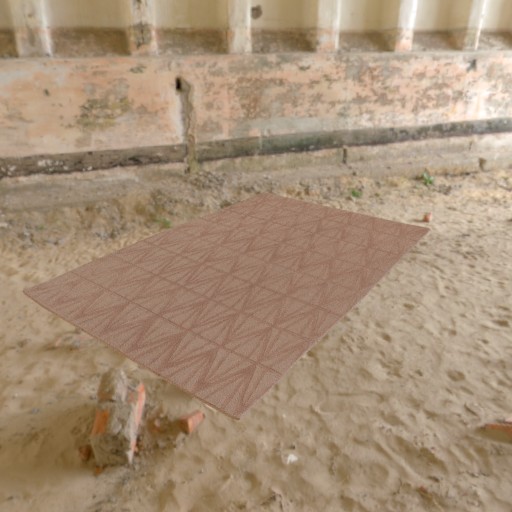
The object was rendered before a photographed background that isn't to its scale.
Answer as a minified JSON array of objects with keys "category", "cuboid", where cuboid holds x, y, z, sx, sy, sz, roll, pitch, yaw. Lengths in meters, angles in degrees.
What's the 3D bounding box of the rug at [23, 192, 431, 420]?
[{"category":"rug","cuboid":[0.000,0.000,2.284,1.230,0.025,1.837,18,31,33]}]
